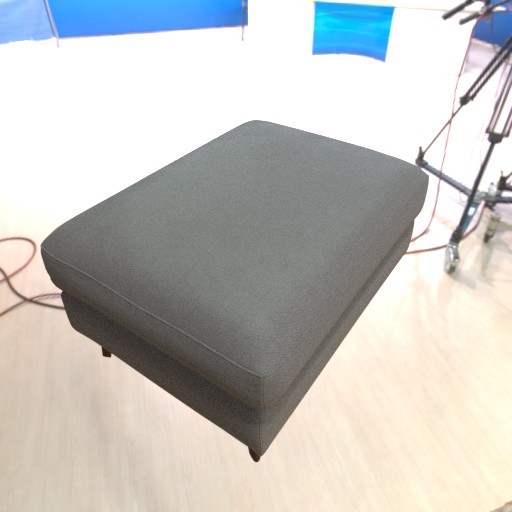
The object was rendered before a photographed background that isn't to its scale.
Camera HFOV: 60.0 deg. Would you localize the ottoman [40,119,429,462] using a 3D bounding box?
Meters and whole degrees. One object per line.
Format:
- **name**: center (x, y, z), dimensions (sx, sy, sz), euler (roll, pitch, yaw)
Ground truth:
- **ottoman**: center (0.000, 0.000, 1.141), dimensions (0.608, 0.449, 0.811), euler (24, 45, 26)
